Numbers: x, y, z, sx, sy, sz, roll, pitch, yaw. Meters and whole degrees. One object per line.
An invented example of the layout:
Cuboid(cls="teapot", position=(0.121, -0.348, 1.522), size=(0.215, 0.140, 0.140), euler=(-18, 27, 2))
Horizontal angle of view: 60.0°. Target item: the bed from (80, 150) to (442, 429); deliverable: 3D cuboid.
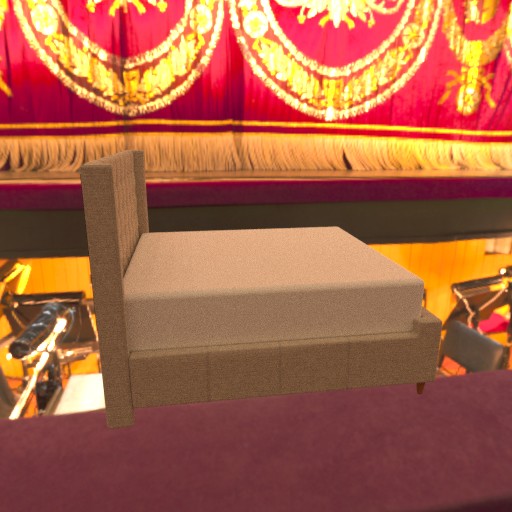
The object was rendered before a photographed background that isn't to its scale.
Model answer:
Cuboid(cls="bed", position=(0.000, 0.000, 3.863), size=(2.370, 1.743, 2.045), euler=(-2, 16, -9))
